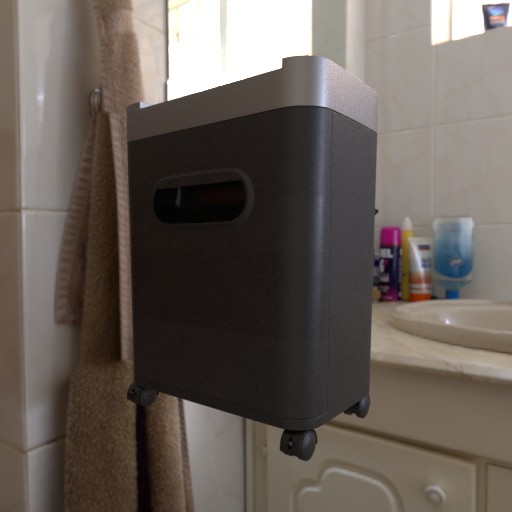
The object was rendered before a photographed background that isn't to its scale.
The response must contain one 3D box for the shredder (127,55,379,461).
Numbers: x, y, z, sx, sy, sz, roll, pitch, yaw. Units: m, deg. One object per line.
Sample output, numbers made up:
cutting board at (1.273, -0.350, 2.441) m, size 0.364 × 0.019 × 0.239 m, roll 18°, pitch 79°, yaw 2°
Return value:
shredder at (0.000, 0.000, 0.618) m, size 0.311 × 0.419 × 0.237 m, roll 1°, pitch 2°, yaw 37°
